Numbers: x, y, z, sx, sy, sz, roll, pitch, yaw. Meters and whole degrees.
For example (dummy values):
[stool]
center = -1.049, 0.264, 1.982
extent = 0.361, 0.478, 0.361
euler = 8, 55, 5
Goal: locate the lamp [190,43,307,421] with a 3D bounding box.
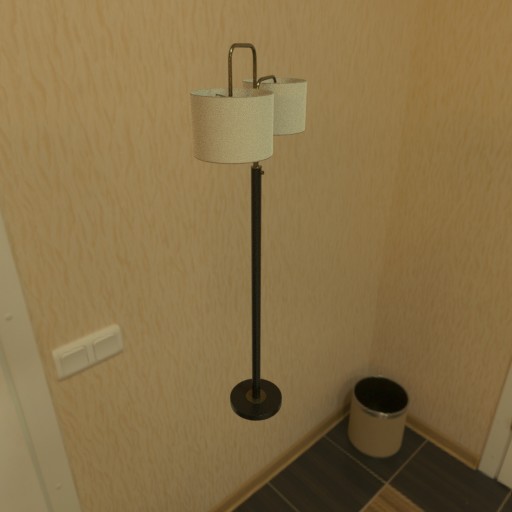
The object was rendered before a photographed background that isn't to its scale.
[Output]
[lamp]
center = 0.000, 0.000, 1.831
extent = 0.254, 1.587, 0.711
euler = 8, 27, 17
